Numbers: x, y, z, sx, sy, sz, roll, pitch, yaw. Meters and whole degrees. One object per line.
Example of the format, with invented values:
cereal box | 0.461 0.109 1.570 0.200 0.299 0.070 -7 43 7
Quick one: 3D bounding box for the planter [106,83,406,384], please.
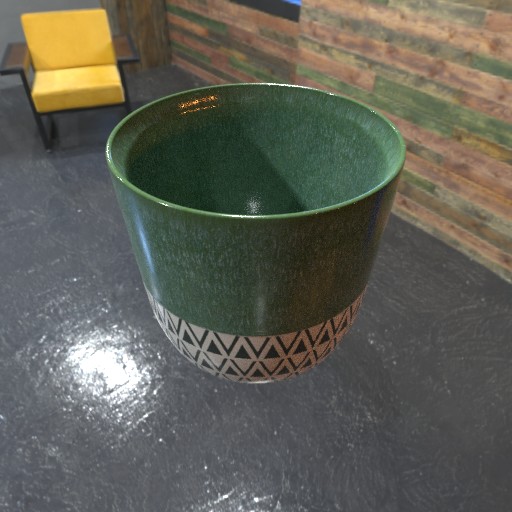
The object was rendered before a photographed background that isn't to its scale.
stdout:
planter | 0.000 0.000 0.364 0.195 0.214 0.195 0 40 0
